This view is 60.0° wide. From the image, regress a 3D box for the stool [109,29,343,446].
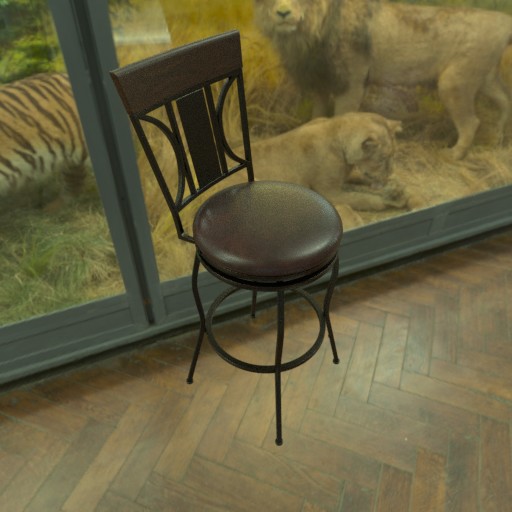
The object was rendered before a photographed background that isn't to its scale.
[{"bbox_3d":[0.000,0.000,1.365,0.513,1.130,0.448,25,46,27],"label":"stool"}]
